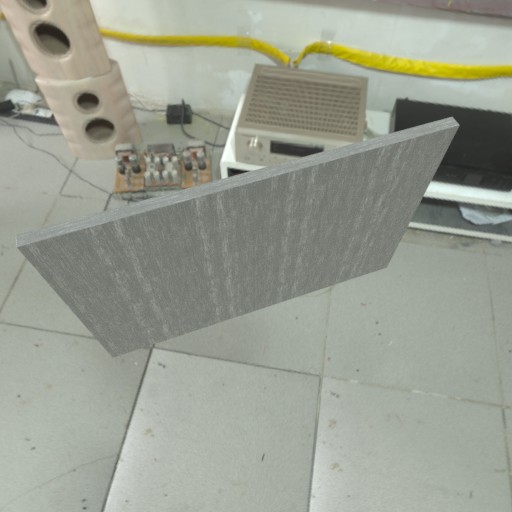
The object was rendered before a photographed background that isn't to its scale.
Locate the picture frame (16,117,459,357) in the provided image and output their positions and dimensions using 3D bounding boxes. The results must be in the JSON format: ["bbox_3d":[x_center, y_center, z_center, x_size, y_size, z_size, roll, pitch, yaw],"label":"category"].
[{"bbox_3d":[0.000,0.000,1.183,0.950,0.640,0.029,-17,60,-10],"label":"picture frame"}]
